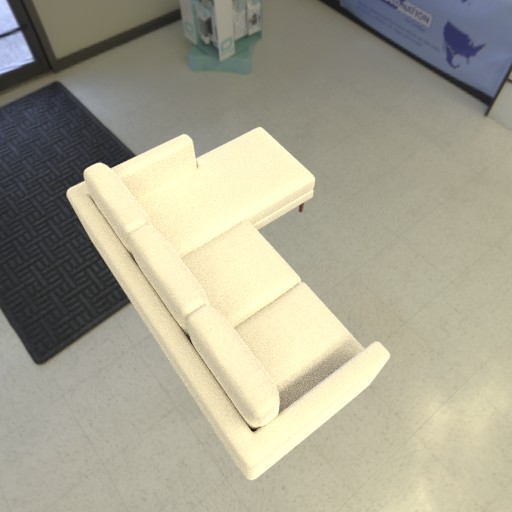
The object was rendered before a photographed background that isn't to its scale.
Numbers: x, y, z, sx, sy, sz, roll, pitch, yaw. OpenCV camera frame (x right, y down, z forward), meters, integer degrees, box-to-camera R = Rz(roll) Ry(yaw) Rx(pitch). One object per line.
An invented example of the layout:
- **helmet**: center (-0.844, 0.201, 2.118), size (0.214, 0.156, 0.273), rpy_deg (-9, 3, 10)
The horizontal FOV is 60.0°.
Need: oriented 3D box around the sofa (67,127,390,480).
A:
- **sofa**: center (0.000, 0.000, 2.843), size (1.580, 0.899, 2.029), rpy_deg (-32, 63, -18)
